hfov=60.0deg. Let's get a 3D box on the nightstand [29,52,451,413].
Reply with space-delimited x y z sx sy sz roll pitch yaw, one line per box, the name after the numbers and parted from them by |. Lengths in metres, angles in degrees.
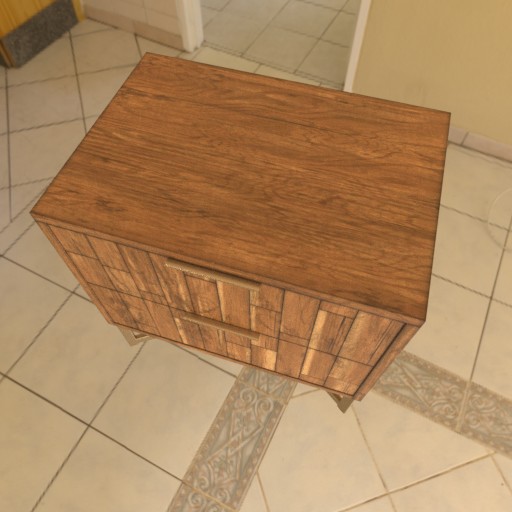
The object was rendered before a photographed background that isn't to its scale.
0.000 0.000 1.007 0.610 0.610 0.446 15 59 9 | nightstand
